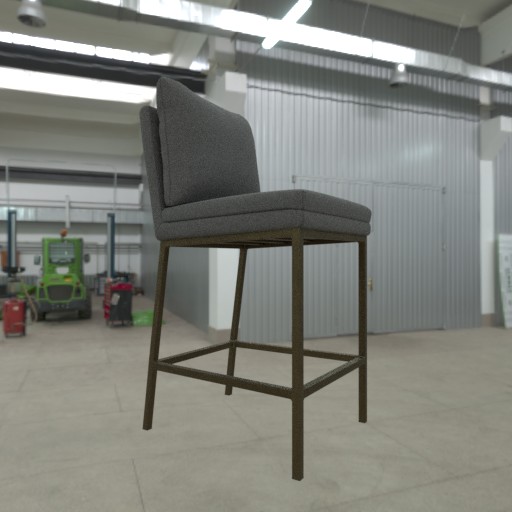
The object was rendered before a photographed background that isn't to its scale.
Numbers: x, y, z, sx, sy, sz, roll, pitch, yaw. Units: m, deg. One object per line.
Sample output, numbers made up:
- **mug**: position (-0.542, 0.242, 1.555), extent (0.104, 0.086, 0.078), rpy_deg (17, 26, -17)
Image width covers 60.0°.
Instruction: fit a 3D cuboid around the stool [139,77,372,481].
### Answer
- **stool**: position (0.000, 0.000, 1.346), extent (0.569, 1.030, 0.463), rpy_deg (0, 0, 34)
